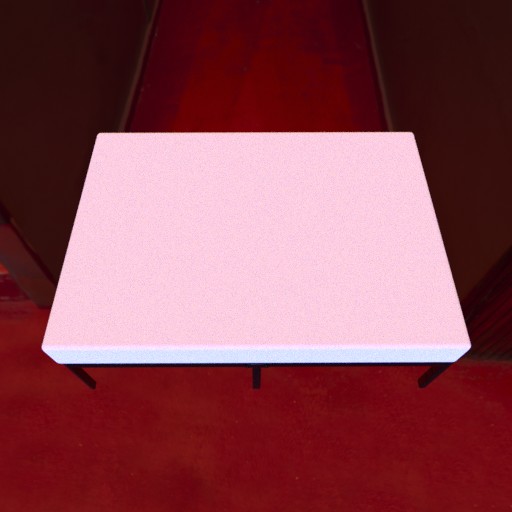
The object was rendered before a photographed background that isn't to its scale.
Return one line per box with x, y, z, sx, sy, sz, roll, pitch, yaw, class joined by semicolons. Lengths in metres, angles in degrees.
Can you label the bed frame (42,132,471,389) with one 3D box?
0.000;0.000;2.639;1.956;0.659;1.408;0;58;0;bed frame
